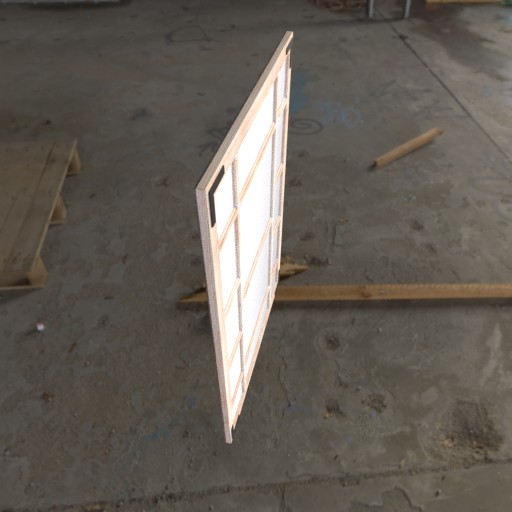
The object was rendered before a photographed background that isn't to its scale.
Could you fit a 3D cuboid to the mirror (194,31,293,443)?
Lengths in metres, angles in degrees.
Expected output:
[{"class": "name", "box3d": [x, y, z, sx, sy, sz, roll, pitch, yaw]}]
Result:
[{"class": "mirror", "box3d": [0.000, 0.000, 1.285, 0.025, 0.996, 0.705, 10, 47, 10]}]
